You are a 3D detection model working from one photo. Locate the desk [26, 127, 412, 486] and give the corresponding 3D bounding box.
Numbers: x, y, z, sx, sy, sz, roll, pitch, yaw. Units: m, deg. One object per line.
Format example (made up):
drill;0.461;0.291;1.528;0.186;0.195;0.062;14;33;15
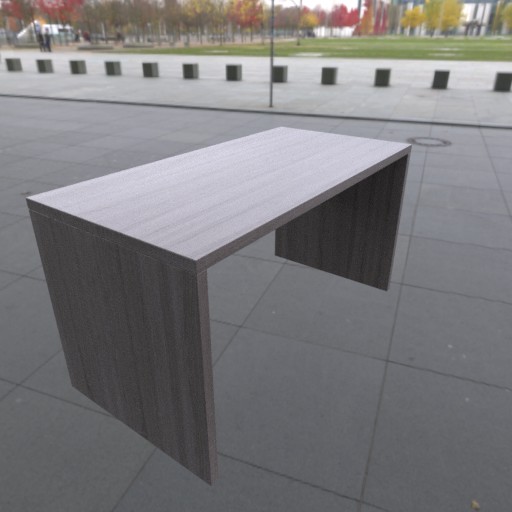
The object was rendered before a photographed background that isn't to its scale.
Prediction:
desk;0.000;0.000;1.802;0.690;0.745;1.380;18;32;32
